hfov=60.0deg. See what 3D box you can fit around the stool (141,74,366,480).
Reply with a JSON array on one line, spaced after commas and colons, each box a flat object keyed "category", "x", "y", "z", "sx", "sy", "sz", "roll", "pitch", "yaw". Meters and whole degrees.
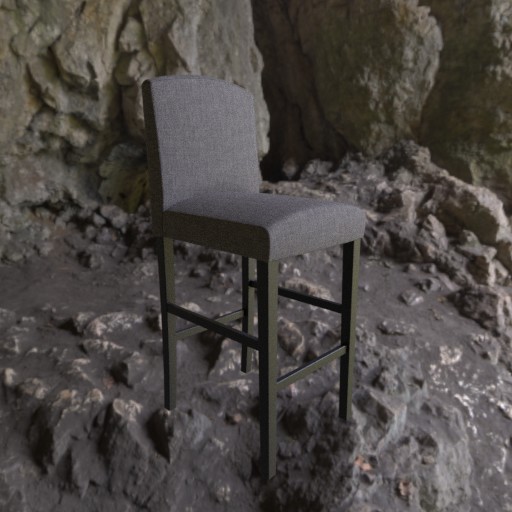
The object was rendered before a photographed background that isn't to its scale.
[{"category": "stool", "x": 0.000, "y": 0.000, "z": 1.424, "sx": 0.552, "sy": 1.138, "sz": 0.451, "roll": 13, "pitch": 18, "yaw": 43}]
